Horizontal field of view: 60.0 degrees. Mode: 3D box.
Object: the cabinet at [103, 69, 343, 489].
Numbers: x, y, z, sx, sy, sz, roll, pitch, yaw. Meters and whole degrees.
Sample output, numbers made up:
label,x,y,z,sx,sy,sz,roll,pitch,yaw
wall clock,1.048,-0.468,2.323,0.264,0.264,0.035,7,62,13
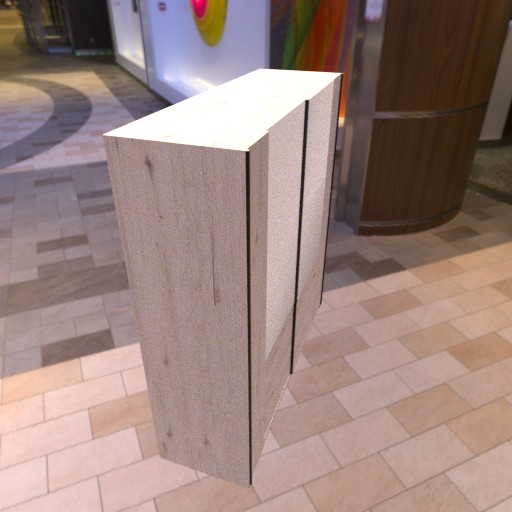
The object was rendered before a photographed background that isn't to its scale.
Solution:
label,x,y,z,sx,sy,sz,roll,pitch,yaw
cabinet,0.000,0.000,3.146,0.660,2.180,2.000,10,32,17
